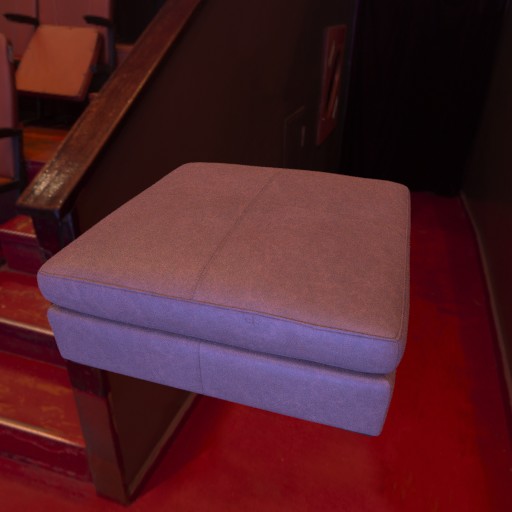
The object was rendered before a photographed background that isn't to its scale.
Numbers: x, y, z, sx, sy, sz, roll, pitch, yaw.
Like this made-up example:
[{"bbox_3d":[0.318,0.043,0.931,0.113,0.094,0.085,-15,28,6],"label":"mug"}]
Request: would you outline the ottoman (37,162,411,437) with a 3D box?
[{"bbox_3d":[0.000,0.000,1.802,1.168,0.490,1.168,9,31,15],"label":"ottoman"}]
